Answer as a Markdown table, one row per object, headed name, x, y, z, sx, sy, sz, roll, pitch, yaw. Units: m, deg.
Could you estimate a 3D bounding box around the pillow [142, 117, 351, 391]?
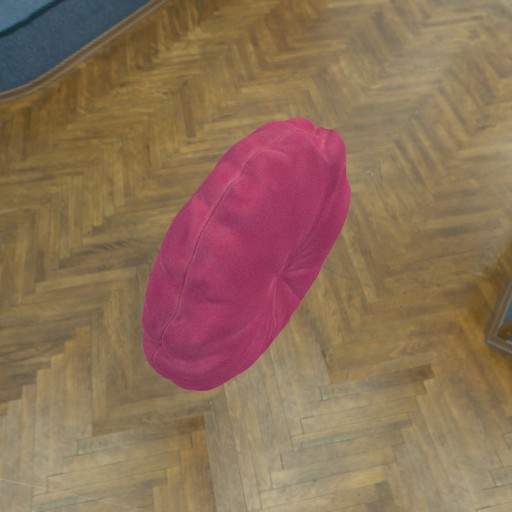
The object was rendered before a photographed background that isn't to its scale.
| name | x | y | z | sx | sy | sz | roll | pitch | yaw |
| --- | --- | --- | --- | --- | --- | --- | --- | --- | --- |
| pillow | 0.000 | 0.000 | 0.659 | 0.148 | 0.407 | 0.428 | 31 | 63 | 18 |
